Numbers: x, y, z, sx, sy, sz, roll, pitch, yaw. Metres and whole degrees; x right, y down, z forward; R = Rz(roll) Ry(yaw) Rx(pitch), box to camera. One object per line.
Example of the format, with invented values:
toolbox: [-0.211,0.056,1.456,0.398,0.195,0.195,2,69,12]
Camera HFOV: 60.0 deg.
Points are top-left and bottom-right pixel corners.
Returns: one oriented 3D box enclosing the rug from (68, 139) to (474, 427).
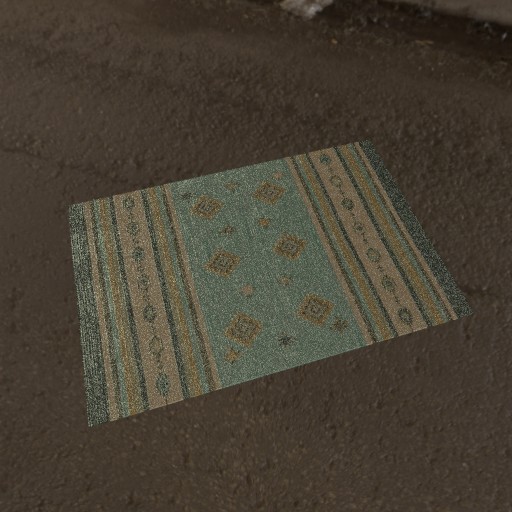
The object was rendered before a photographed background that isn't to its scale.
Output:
rug: [0.000,0.000,2.287,1.811,0.010,1.212,-14,60,-9]
